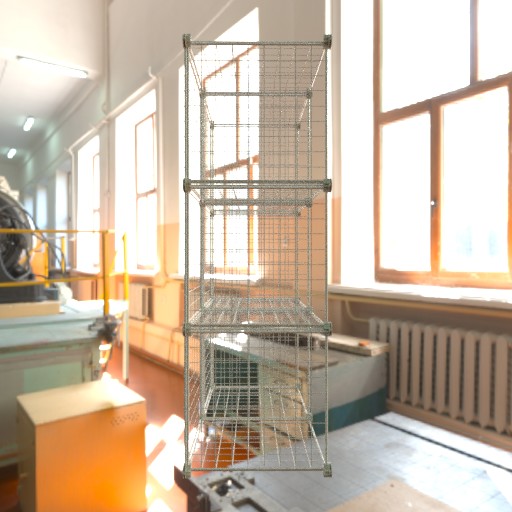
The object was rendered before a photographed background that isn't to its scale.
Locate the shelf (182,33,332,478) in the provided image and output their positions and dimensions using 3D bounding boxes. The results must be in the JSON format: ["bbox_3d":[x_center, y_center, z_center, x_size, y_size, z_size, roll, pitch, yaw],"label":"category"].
[{"bbox_3d":[0.000,0.000,1.407,0.356,1.067,0.711,0,0,-1],"label":"shelf"}]
